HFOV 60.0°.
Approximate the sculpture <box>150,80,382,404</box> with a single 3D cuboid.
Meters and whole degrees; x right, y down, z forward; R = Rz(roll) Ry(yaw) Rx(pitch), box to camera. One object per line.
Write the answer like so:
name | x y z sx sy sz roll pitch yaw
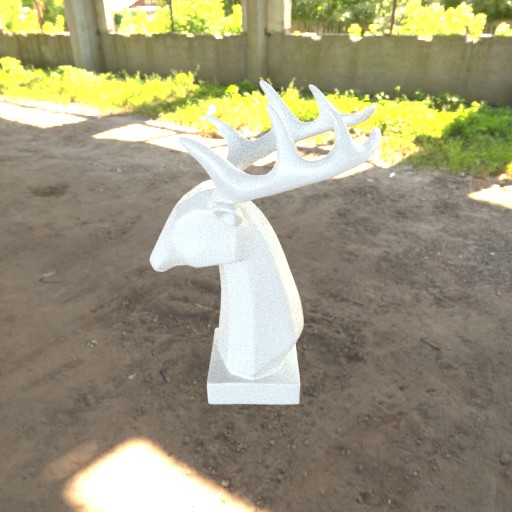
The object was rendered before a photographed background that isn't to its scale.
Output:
sculpture | 0.000 0.000 0.467 0.224 0.329 0.174 0 28 0
